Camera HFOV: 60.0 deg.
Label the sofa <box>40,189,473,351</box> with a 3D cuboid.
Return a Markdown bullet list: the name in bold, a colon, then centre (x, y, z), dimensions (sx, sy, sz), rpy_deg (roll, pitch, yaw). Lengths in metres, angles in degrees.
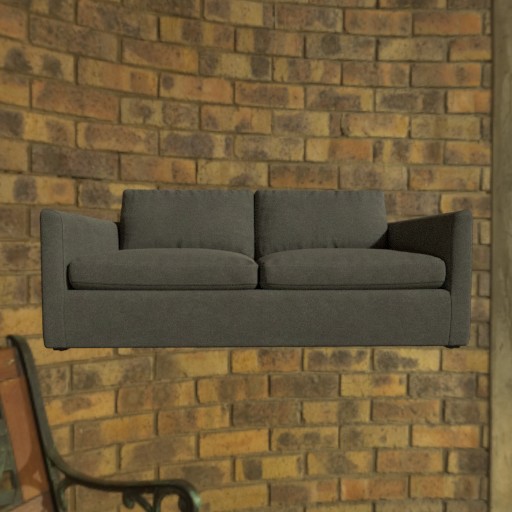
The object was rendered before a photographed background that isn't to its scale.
- **sofa**: centre (0.000, 0.000, 2.477), dimensions (1.909, 0.845, 1.091), rpy_deg (0, 0, -2)
